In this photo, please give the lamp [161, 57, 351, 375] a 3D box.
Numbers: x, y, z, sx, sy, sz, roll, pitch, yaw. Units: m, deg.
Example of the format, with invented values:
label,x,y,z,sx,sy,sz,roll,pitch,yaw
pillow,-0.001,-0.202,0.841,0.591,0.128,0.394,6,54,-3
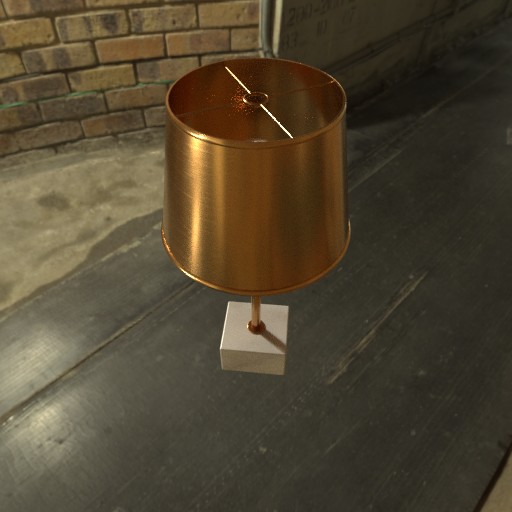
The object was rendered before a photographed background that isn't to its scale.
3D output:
label,x,y,z,sx,sy,sz,roll,pitch,yaw
lamp,0.000,0.000,0.531,0.208,0.406,0.208,0,46,0
